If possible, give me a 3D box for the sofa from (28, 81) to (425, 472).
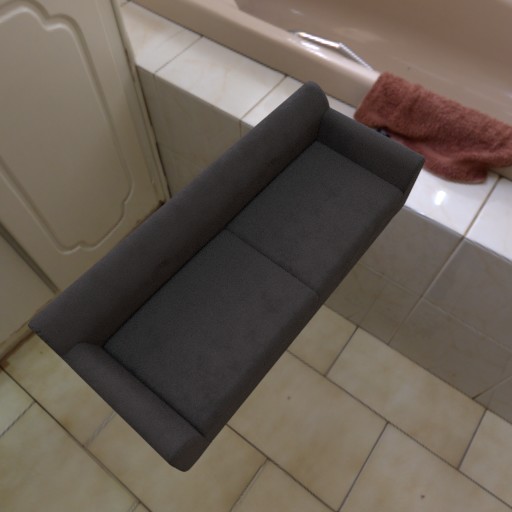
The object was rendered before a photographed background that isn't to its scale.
[{"bbox_3d":[0.000,0.000,2.571,0.900,0.740,2.190,35,65,19],"label":"sofa"}]
